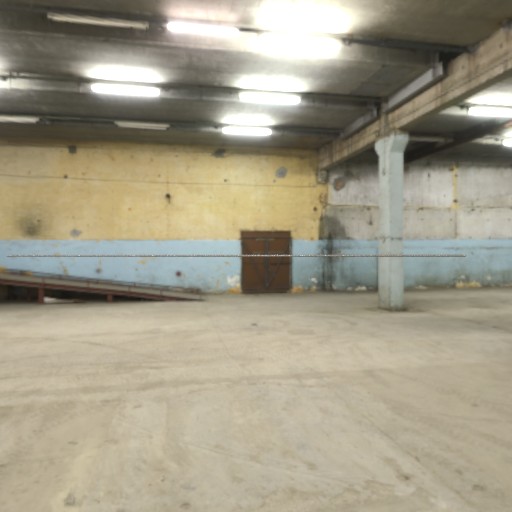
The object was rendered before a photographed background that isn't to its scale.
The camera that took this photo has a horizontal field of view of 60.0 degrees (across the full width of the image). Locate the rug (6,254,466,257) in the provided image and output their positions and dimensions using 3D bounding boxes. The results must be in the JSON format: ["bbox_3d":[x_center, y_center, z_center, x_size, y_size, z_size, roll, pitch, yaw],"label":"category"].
[{"bbox_3d":[0.000,0.000,3.826,2.980,0.012,2.363,0,0,17],"label":"rug"}]
